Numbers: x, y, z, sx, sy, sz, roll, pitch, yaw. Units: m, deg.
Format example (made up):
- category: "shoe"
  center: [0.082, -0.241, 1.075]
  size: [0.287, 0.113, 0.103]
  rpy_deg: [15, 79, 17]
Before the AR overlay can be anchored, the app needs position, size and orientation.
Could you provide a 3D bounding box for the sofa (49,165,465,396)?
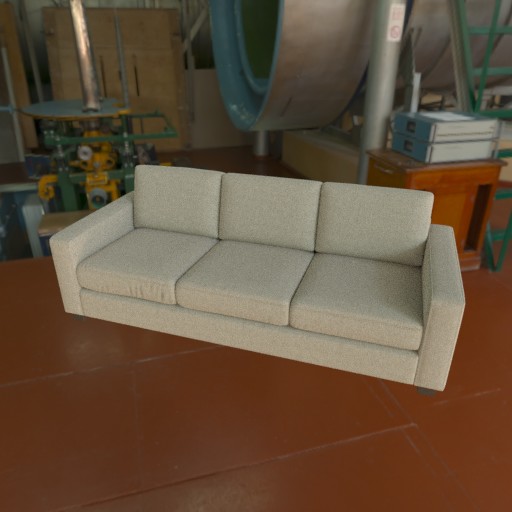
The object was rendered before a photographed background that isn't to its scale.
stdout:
- category: "sofa"
  center: [0.000, 0.000, 2.604]
  size: [2.160, 0.800, 0.900]
  rpy_deg: [8, 28, 16]
